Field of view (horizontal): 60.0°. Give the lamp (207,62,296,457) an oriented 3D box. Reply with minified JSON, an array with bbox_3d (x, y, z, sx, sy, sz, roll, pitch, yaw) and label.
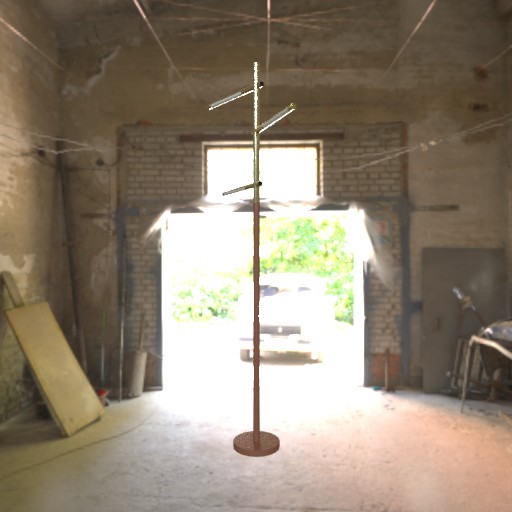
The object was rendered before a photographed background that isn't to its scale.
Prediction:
[{"bbox_3d":[0.000,0.000,1.978,0.209,1.704,0.737,0,1,-35],"label":"lamp"}]
